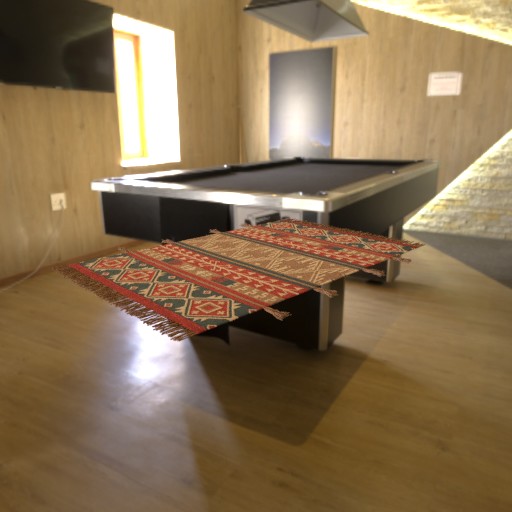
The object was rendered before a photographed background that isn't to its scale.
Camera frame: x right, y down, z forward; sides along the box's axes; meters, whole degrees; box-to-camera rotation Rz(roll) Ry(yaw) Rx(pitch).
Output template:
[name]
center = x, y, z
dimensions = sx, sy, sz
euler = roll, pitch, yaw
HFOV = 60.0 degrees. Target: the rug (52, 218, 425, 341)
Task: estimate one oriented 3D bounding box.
[rug]
center = 0.000, 0.000, 2.727
dimensions = 2.025, 0.040, 1.469
euler = -15, 22, -42
